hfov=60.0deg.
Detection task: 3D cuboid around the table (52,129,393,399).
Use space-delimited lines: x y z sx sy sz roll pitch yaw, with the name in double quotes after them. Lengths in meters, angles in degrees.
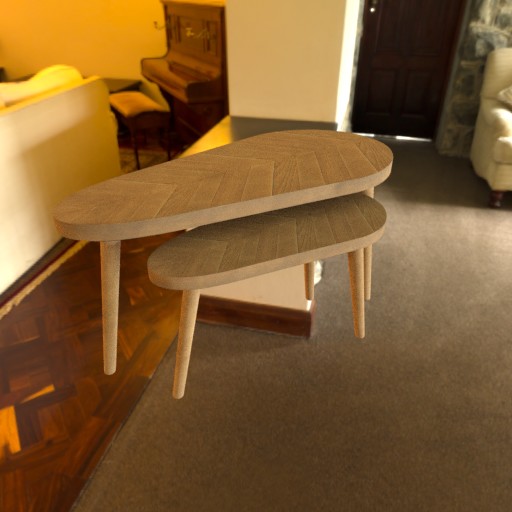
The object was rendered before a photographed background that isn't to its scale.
0.000 0.000 1.550 1.190 0.595 0.701 -21 37 -30 "table"
